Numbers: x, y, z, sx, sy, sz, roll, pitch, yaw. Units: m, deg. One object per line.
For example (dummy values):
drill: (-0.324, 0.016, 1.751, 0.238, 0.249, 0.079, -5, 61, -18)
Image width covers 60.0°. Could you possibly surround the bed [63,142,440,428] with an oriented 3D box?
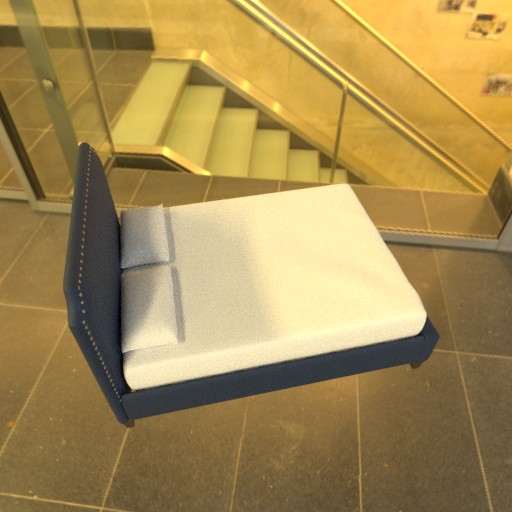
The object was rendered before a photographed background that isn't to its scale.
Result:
bed: (0.000, 0.000, 3.408, 2.372, 1.443, 1.712, -9, 46, -9)
